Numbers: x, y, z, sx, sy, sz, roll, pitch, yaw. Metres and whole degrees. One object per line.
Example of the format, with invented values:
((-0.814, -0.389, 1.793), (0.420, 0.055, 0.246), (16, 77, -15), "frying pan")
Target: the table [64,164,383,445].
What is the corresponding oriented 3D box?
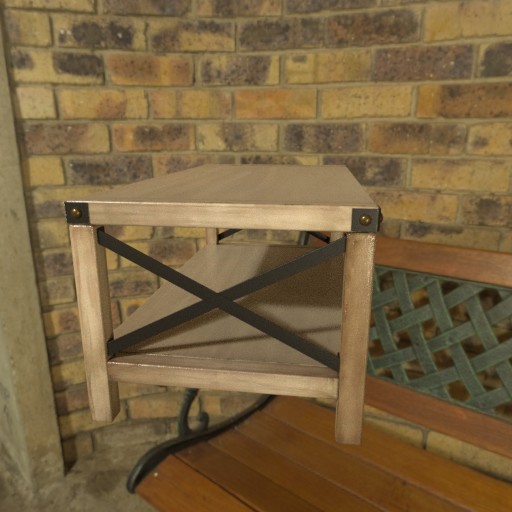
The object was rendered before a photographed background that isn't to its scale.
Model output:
((0.000, 0.000, 1.282), (0.559, 0.456, 1.016), (2, 15, 8), "table")
